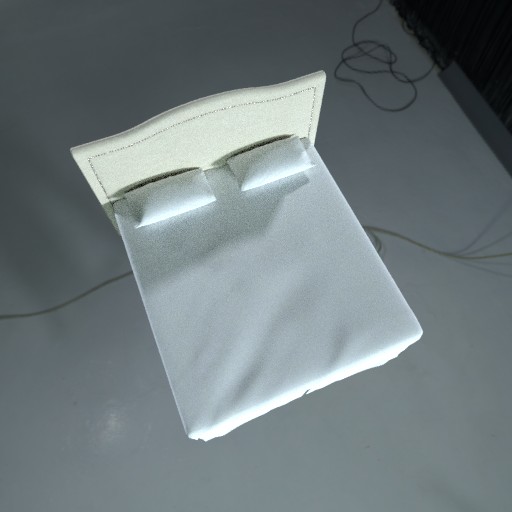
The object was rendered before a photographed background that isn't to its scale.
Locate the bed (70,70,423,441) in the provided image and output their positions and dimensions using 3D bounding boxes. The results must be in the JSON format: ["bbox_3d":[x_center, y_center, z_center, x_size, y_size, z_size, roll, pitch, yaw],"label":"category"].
[{"bbox_3d":[0.000,0.000,3.556,2.083,1.421,2.182,-21,66,-10],"label":"bed"}]
